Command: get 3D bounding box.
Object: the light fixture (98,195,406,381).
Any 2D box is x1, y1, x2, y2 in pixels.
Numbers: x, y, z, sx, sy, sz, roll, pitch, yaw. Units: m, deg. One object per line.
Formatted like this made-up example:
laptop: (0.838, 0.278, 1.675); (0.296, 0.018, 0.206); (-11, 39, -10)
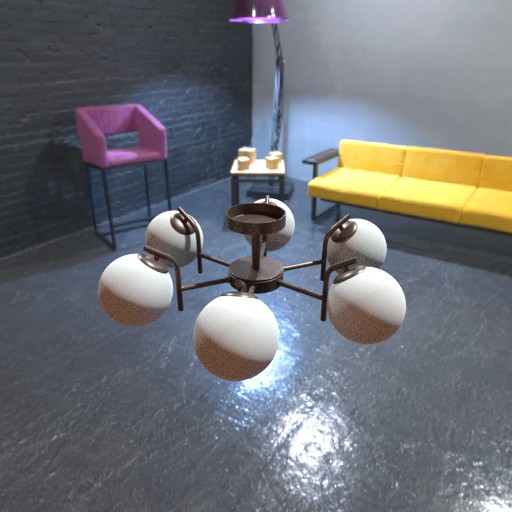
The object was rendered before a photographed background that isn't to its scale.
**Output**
light fixture: (0.000, 0.000, 0.964); (0.662, 0.201, 0.662); (0, 25, 0)
